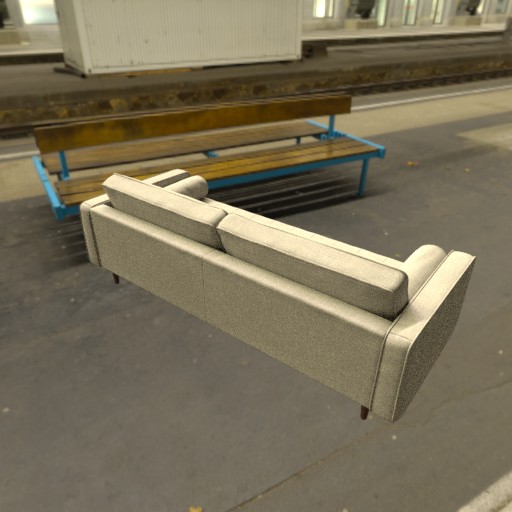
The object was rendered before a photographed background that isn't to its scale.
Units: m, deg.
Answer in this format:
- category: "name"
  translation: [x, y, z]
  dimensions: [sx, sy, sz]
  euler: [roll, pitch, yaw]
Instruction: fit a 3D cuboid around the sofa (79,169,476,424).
- category: "sofa"
  translation: [0.000, 0.000, 2.636]
  dimensions: [2.211, 0.762, 0.914]
  euler: [21, 36, 32]
